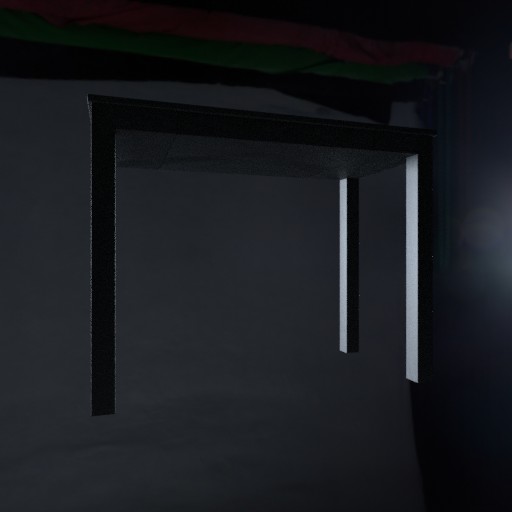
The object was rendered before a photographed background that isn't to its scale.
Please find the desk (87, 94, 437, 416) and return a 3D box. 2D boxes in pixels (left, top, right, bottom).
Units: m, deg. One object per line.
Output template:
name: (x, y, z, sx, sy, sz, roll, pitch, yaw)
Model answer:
desk: (0.000, 0.000, 1.429, 0.991, 0.762, 0.499, 0, 0, -18)
